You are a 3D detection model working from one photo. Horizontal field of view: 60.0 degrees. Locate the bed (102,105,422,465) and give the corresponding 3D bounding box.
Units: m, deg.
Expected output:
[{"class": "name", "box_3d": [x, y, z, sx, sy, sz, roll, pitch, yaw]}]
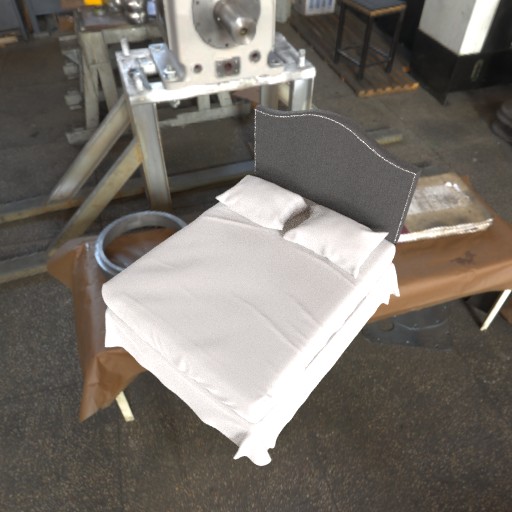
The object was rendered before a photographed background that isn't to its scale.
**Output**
[{"class": "bed", "box_3d": [0.000, 0.000, 3.578, 1.876, 1.645, 2.221, 31, 53, 26]}]
